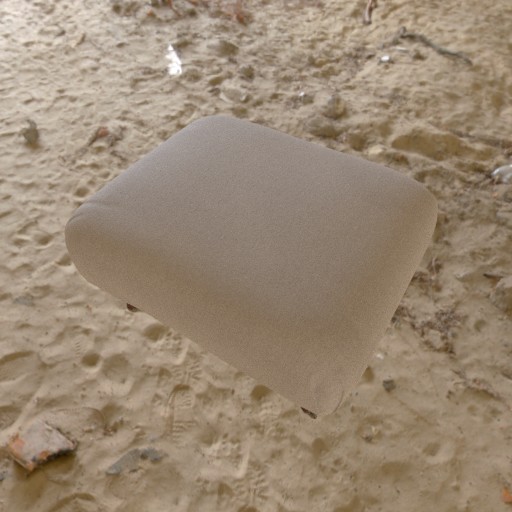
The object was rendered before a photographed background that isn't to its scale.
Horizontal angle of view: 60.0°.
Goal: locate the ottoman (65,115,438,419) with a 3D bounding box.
[{"bbox_3d":[0.000,0.000,1.154,0.746,0.450,0.622,25,52,21],"label":"ottoman"}]
